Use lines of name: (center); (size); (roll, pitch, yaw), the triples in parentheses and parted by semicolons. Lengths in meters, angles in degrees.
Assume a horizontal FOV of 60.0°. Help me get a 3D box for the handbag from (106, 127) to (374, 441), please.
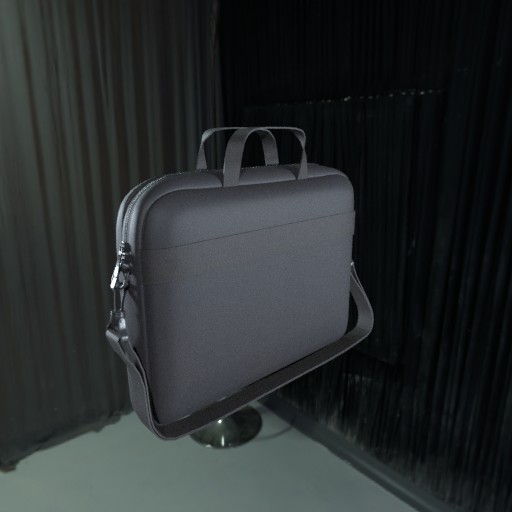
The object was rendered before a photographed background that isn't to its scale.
handbag: (0.000, 0.000, 0.593); (0.429, 0.330, 0.126); (-14, 21, -41)
